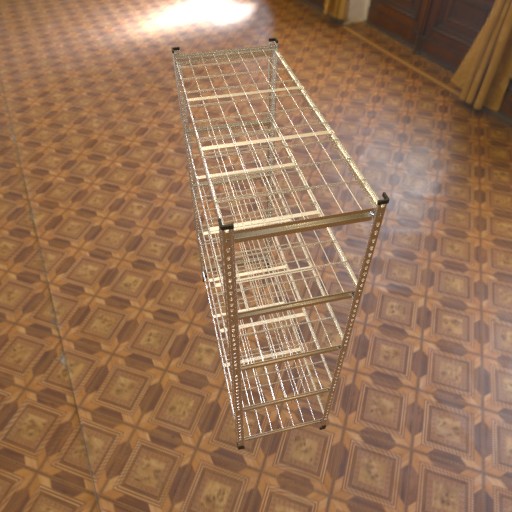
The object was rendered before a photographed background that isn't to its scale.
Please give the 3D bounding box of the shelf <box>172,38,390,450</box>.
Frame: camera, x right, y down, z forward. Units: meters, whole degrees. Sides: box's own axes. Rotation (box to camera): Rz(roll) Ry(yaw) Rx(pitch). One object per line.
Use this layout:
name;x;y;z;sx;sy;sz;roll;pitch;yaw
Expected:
shelf;0.000;0.000;2.739;0.610;1.981;1.524;-10;47;-9
